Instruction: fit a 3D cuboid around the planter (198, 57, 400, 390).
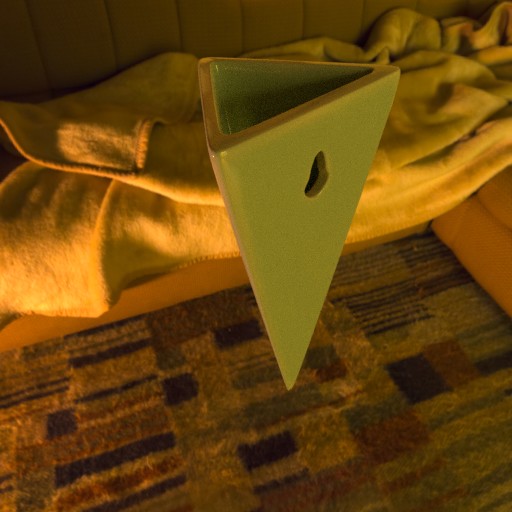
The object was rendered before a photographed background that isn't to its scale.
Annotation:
[{"bbox_3d":[0.000,0.000,0.212,0.080,0.178,0.064,-32,54,-27],"label":"planter"}]
